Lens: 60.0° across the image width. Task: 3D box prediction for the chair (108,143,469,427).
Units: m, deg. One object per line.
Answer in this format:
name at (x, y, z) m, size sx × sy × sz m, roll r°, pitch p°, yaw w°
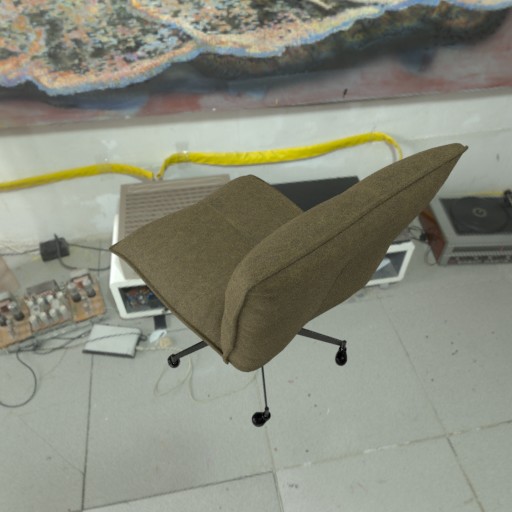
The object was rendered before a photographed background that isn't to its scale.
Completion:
chair at (0.000, 0.000, 1.238) m, size 0.597 × 0.811 × 0.696 m, roll -32°, pitch 54°, yaw -26°
